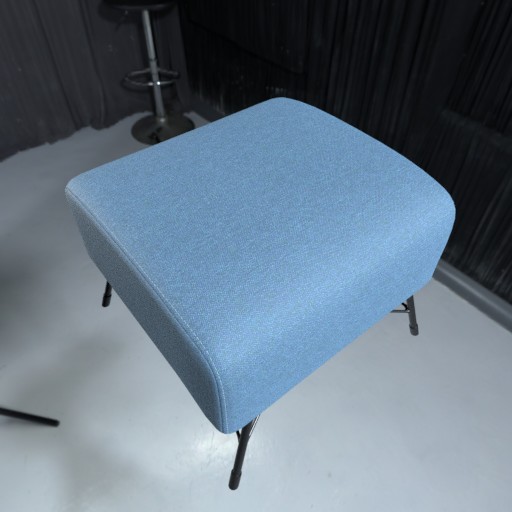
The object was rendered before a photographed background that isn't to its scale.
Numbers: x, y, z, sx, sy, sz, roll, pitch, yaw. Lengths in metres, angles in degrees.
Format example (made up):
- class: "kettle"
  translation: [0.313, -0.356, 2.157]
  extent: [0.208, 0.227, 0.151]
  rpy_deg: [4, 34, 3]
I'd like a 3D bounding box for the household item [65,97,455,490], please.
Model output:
- class: "household item"
  translation: [0.000, 0.000, 0.880]
  extent: [0.530, 0.420, 0.530]
  rpy_deg: [-30, 54, -25]
